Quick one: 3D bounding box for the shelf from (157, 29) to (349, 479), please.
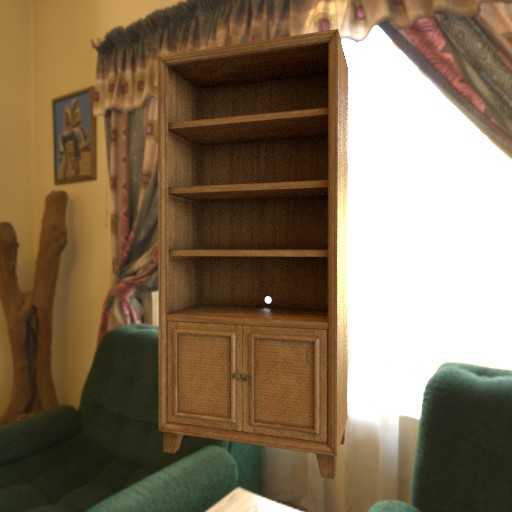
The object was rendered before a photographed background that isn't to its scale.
[{"bbox_3d":[0.000,0.000,2.221,0.864,1.930,0.453,0,1,18],"label":"shelf"}]
